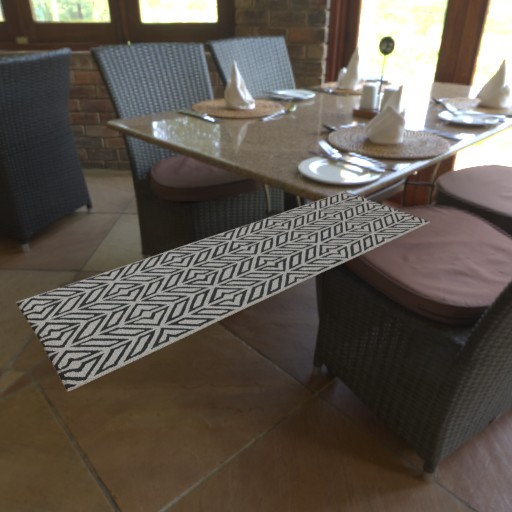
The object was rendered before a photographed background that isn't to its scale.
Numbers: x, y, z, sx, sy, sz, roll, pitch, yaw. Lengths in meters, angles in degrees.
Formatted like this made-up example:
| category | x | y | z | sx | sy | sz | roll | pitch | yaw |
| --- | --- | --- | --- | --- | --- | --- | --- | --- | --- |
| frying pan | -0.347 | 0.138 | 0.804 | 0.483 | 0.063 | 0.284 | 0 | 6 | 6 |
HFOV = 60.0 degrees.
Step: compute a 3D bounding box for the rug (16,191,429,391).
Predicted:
| category | x | y | z | sx | sy | sz | roll | pitch | yaw |
| --- | --- | --- | --- | --- | --- | --- | --- | --- | --- |
| rug | 0.000 | 0.000 | 2.594 | 2.435 | 0.009 | 0.750 | -21 | 35 | -33 |
